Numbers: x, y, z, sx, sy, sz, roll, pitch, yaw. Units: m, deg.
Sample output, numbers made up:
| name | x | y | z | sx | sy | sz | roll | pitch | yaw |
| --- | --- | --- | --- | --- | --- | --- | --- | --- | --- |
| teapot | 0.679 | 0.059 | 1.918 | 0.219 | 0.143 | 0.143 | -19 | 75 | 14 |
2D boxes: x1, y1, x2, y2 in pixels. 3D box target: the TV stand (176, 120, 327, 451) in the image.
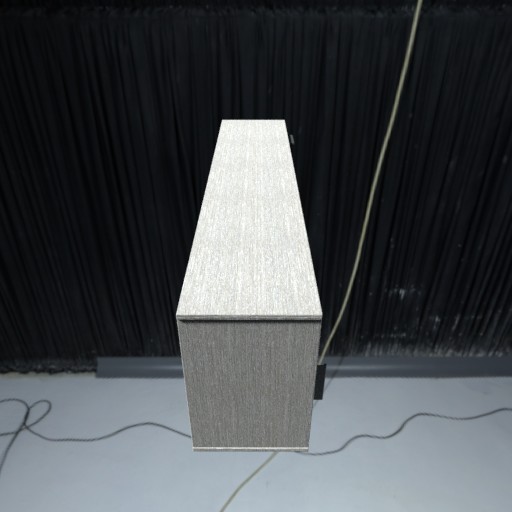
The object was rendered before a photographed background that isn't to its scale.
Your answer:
| name | x | y | z | sx | sy | sz | roll | pitch | yaw |
| --- | --- | --- | --- | --- | --- | --- | --- | --- | --- |
| TV stand | 0.000 | 0.000 | 2.101 | 0.405 | 0.787 | 1.804 | 0 | 32 | 0 |
